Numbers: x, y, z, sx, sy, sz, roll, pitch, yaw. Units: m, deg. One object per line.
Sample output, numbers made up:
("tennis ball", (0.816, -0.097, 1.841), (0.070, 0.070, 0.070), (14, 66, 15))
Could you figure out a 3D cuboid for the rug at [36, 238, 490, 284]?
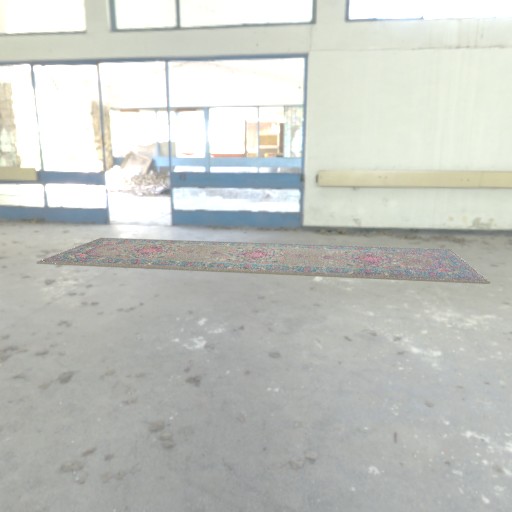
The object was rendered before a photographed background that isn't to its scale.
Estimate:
("rug", (0.000, 0.000, 2.022), (1.827, 0.012, 0.553), (2, 14, 9))
